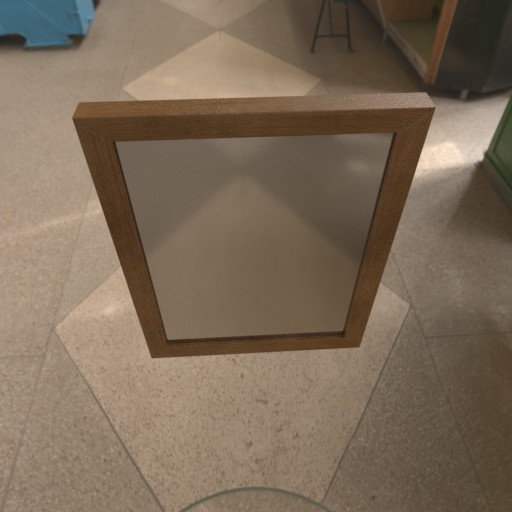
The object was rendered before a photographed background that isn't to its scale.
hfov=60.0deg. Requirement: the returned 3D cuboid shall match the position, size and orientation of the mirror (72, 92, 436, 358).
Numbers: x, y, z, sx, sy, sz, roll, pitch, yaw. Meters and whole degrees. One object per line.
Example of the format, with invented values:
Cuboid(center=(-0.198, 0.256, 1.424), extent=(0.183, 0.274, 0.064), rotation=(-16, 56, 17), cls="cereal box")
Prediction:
Cuboid(center=(0.000, 0.000, 0.691), extent=(0.405, 0.508, 0.041), rotation=(-3, 47, -2), cls="mirror")
